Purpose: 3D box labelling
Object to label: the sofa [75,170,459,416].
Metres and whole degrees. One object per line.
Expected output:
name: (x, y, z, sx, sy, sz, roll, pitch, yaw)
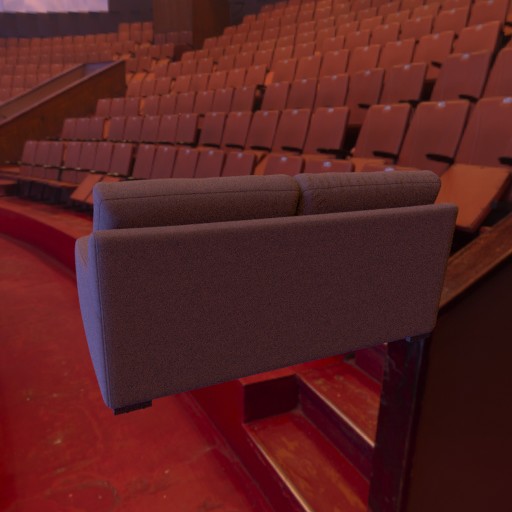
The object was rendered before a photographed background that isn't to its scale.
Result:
sofa: (0.000, 0.000, 2.469, 1.869, 0.950, 1.140, -7, 16, -25)
